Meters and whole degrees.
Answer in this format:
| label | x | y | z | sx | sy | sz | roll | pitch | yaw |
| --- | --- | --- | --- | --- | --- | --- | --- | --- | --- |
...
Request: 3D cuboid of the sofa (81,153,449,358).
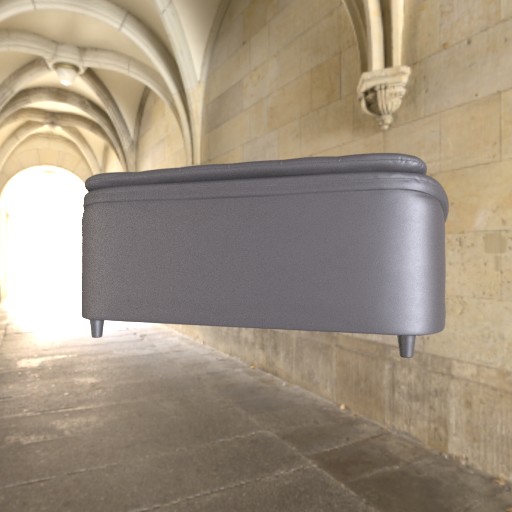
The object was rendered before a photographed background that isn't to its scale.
| label | x | y | z | sx | sy | sz | roll | pitch | yaw |
| --- | --- | --- | --- | --- | --- | --- | --- | --- | --- |
| sofa | 0.000 | 0.000 | 2.293 | 1.829 | 0.811 | 0.800 | 0 | 0 | 18 |
